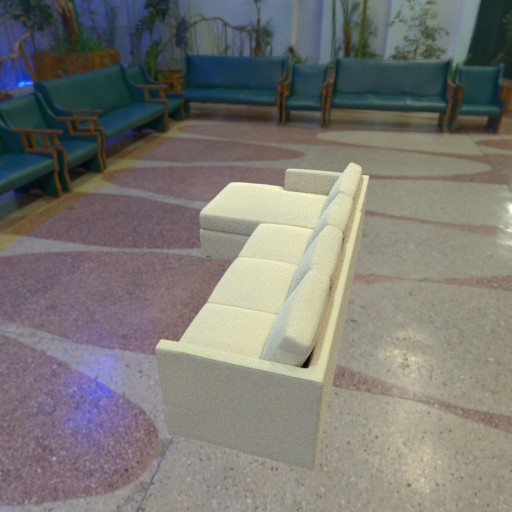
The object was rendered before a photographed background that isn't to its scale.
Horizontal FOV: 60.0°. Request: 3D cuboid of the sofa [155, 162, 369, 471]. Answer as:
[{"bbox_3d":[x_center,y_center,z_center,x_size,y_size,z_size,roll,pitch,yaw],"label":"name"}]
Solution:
[{"bbox_3d":[0.000,0.000,3.842,1.650,0.922,3.205,8,31,14],"label":"sofa"}]
